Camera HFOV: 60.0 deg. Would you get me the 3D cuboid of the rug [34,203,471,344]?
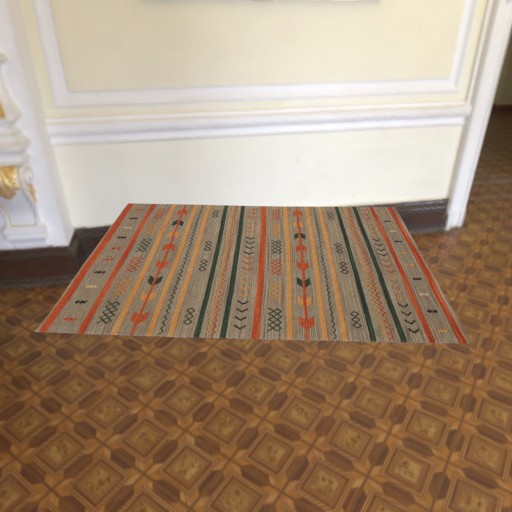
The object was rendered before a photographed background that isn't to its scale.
[{"bbox_3d":[0.000,0.000,4.031,3.029,0.022,2.263,1,30,2],"label":"rug"}]
